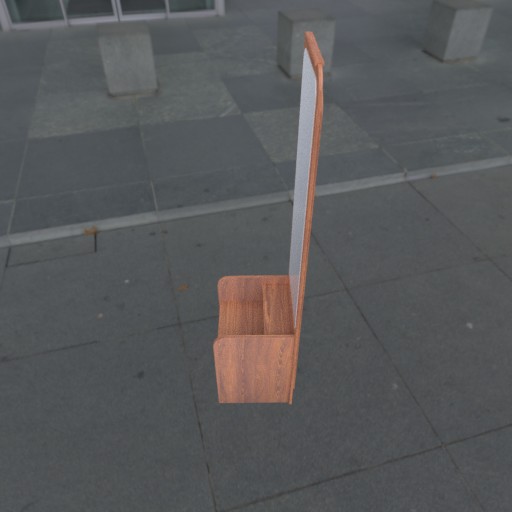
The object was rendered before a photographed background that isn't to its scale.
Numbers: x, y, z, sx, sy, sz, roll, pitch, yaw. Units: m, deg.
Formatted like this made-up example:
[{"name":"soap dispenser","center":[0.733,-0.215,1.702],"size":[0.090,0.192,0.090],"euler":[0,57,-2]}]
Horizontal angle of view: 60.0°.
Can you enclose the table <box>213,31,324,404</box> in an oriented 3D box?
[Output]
[{"name":"table","center":[0.000,0.000,2.049],"size":[0.420,1.830,0.450],"euler":[-1,41,-1]}]
